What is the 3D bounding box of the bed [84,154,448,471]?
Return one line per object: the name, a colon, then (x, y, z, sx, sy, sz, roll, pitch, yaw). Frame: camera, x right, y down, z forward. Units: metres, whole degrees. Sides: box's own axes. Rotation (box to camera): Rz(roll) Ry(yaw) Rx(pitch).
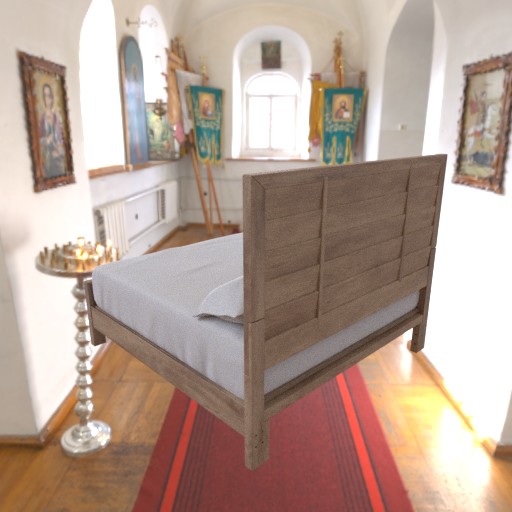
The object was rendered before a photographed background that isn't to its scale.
bed: (0.000, 0.000, 3.606, 2.032, 1.626, 2.062, -15, 23, -42)
